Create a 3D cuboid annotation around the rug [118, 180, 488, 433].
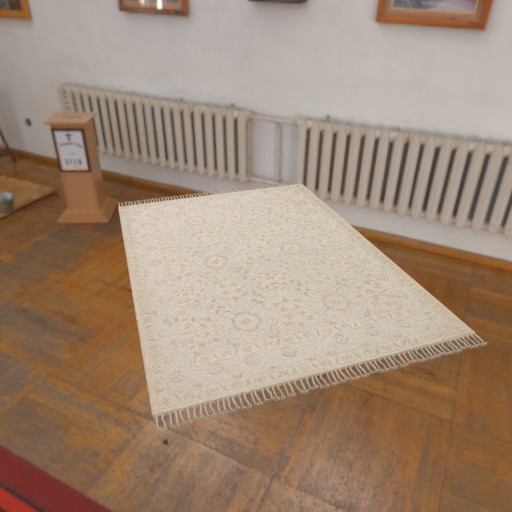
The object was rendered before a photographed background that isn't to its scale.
[{"bbox_3d":[0.000,0.000,2.202,1.223,0.015,1.771,-10,32,-16],"label":"rug"}]
